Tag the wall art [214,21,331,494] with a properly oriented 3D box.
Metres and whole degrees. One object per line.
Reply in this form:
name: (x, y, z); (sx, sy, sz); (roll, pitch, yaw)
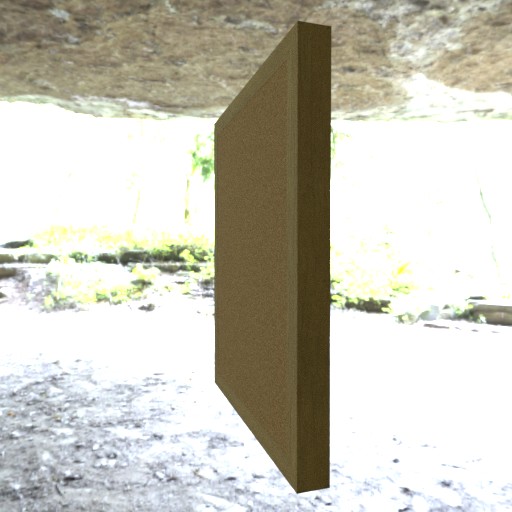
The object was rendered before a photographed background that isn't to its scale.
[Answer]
wall art: (0.000, 0.000, 0.508); (0.030, 0.380, 0.312); (0, 1, -18)
